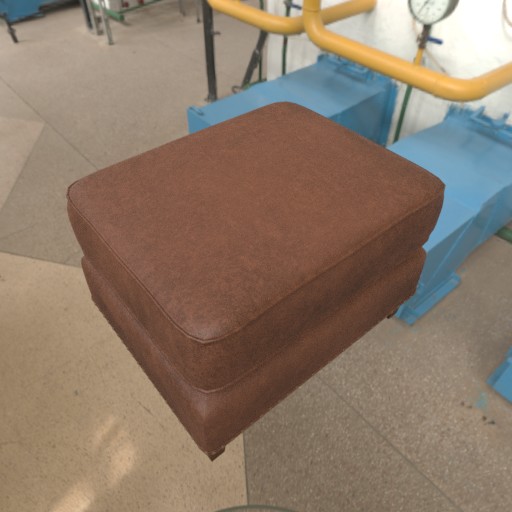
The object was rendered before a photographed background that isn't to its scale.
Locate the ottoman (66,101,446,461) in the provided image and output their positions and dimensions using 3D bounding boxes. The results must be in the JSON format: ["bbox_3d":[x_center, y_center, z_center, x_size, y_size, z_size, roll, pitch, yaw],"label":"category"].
[{"bbox_3d":[0.000,0.000,1.146,0.738,0.537,0.589,-30,52,-27],"label":"ottoman"}]
